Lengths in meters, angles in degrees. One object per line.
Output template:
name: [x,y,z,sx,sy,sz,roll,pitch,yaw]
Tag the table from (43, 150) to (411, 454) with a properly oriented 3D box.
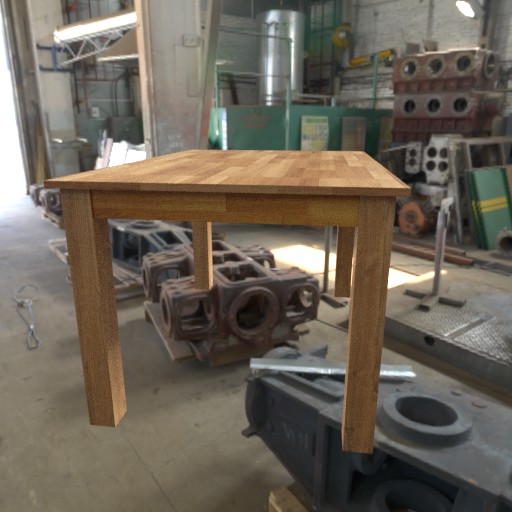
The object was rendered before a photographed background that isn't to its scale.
table: [0.000,0.000,1.787,0.900,0.750,1.300,2,17,8]
